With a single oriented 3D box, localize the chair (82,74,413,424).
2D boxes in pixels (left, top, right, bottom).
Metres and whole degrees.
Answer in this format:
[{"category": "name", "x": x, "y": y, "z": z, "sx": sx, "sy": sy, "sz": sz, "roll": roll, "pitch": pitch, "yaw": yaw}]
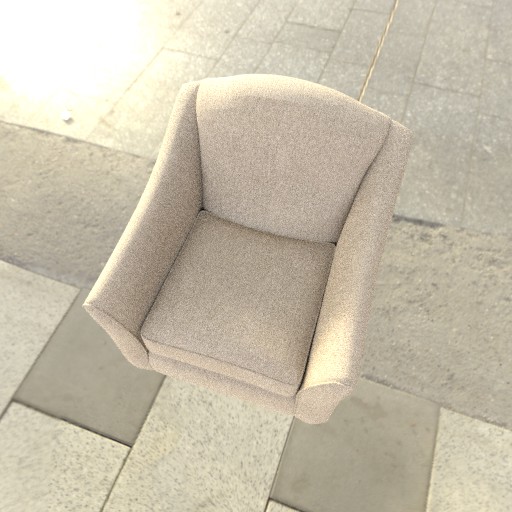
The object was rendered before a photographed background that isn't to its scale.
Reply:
[{"category": "chair", "x": 0.000, "y": 0.000, "z": 1.442, "sx": 0.763, "sy": 0.839, "sz": 0.787, "roll": 15, "pitch": 59, "yaw": 9}]
